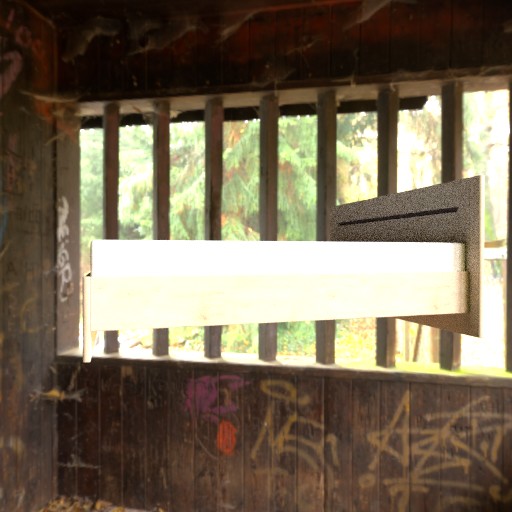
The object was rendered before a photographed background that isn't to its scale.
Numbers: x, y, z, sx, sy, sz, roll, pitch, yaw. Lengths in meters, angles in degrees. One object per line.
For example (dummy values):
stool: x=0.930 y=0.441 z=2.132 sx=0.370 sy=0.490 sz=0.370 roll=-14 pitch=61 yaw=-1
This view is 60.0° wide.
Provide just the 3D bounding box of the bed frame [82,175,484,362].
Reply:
bed frame: x=0.000 y=0.000 z=2.998 sx=2.080 sy=0.900 sz=1.800 roll=0 pitch=0 yaw=-17
